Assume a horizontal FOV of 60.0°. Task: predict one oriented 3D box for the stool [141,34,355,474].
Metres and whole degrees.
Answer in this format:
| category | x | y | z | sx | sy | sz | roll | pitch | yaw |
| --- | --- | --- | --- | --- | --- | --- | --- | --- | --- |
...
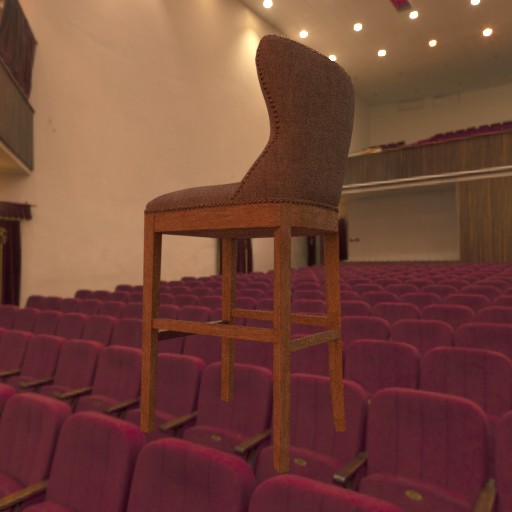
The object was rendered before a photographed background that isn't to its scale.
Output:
| category | x | y | z | sx | sy | sz | roll | pitch | yaw |
| --- | --- | --- | --- | --- | --- | --- | --- | --- | --- |
| stool | 0.000 | 0.000 | 1.421 | 0.606 | 1.123 | 0.494 | -1 | -2 | 36 |
